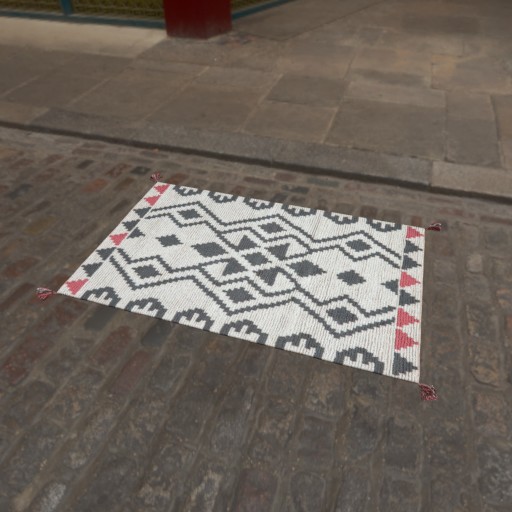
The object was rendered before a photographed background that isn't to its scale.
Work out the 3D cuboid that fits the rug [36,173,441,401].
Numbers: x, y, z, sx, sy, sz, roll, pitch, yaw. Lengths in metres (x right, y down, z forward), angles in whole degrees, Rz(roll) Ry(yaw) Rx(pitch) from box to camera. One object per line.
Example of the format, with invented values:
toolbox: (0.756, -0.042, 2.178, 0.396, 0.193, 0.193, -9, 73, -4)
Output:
rug: (0.000, 0.000, 3.349, 2.672, 0.066, 1.741, 12, 42, 13)
